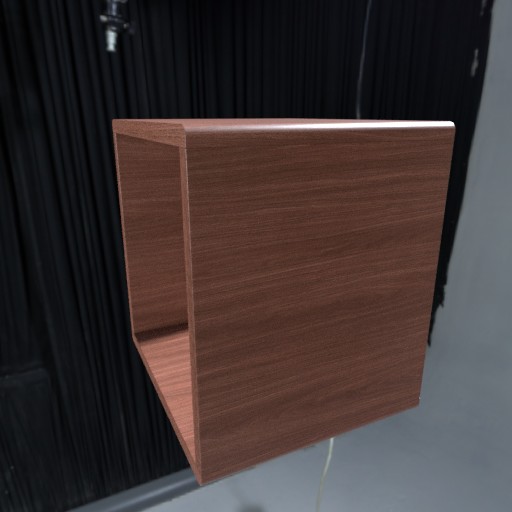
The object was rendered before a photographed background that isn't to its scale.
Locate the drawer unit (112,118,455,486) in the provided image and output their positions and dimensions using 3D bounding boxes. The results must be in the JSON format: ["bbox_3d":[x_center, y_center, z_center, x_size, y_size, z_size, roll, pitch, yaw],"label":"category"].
[{"bbox_3d":[0.000,0.000,0.600,0.290,0.351,0.349,-8,20,-25],"label":"drawer unit"}]
